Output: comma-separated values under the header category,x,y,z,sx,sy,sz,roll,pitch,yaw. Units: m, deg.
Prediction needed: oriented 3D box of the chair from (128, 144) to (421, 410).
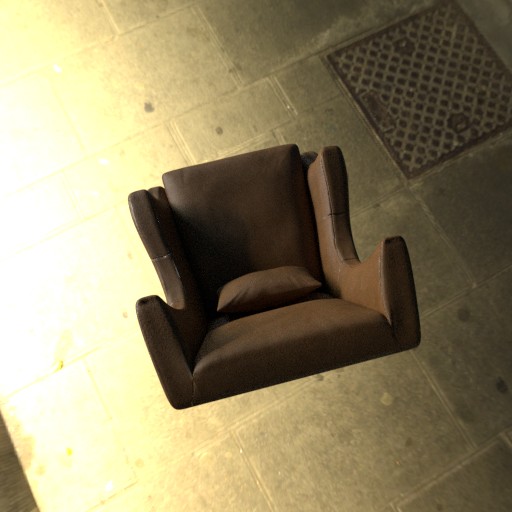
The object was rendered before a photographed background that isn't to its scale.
category,x,y,z,sx,sy,sz,roll,pitch,yaw
chair,0.000,0.000,1.713,0.852,1.016,0.925,-14,76,-3
